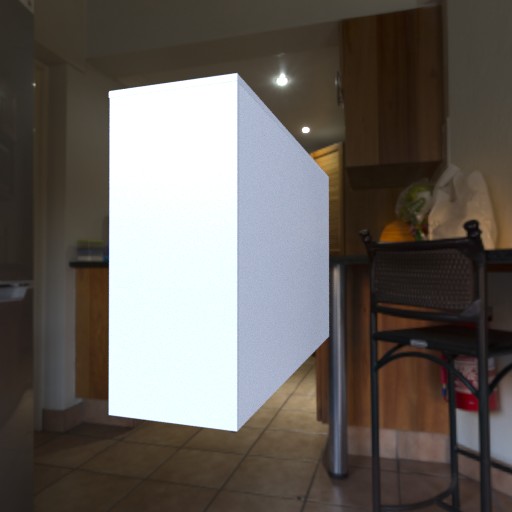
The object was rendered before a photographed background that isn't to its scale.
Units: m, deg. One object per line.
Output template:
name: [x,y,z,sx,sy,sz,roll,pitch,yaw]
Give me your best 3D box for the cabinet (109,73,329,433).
cabinet: [0.000,0.000,1.853,0.380,0.900,1.450,0,-1,18]
